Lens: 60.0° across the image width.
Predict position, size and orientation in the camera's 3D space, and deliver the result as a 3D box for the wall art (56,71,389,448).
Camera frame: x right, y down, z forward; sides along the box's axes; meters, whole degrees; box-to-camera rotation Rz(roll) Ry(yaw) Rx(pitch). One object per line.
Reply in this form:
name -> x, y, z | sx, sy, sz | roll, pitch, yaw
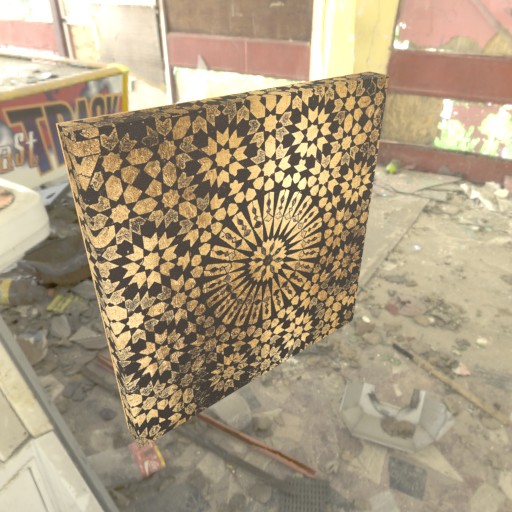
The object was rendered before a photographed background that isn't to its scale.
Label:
wall art -> 0.000, 0.000, 0.578 | 0.405, 0.405, 0.038 | -23, 38, -32
